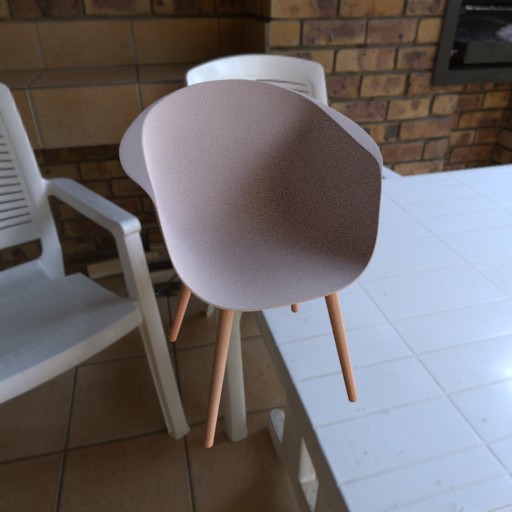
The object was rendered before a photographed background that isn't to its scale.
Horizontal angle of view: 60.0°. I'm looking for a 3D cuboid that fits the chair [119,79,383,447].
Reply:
[{"bbox_3d":[0.000,0.000,1.149,0.593,0.781,0.504,-11,33,-17],"label":"chair"}]
